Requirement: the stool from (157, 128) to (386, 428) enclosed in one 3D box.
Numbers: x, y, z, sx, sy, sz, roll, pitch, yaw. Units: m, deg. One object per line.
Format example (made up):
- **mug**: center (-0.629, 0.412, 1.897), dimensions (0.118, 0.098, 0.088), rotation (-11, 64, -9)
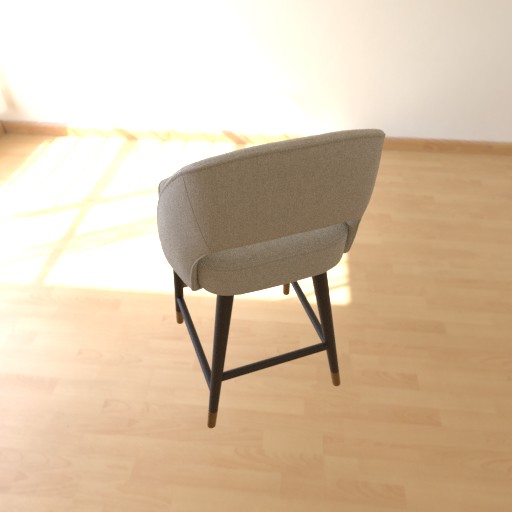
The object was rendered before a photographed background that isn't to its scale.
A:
- **stool**: center (0.000, 0.000, 1.227), dimensions (0.494, 0.940, 0.509), rotation (-14, 44, -15)
